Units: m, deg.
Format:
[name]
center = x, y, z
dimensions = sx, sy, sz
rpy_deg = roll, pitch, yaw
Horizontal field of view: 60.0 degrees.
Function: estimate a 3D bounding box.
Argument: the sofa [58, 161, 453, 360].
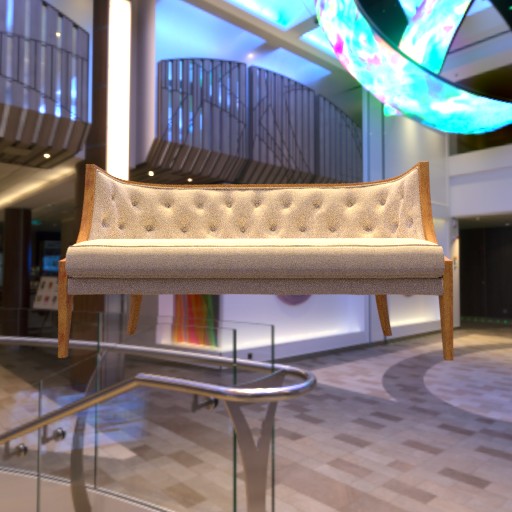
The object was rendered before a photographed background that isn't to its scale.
[sofa]
center = 0.000, 0.000, 1.971
dimensions = 1.474, 0.775, 0.770
rpy_deg = 0, -2, 2
